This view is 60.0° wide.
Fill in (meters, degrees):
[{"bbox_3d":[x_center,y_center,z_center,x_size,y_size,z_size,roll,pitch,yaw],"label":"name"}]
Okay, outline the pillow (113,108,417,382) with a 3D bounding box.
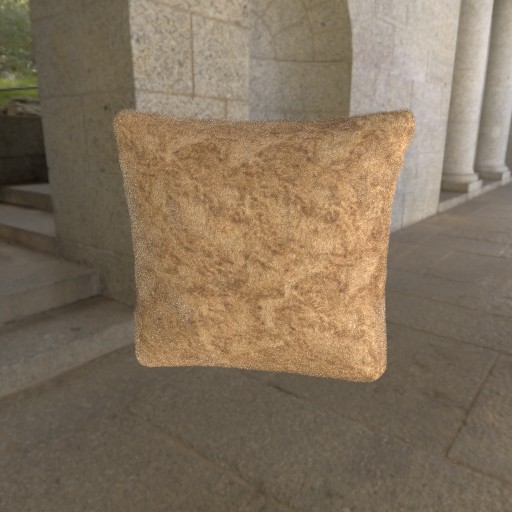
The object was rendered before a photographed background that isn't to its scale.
[{"bbox_3d":[0.000,0.000,0.822,0.538,0.525,0.216,2,16,8],"label":"pillow"}]
